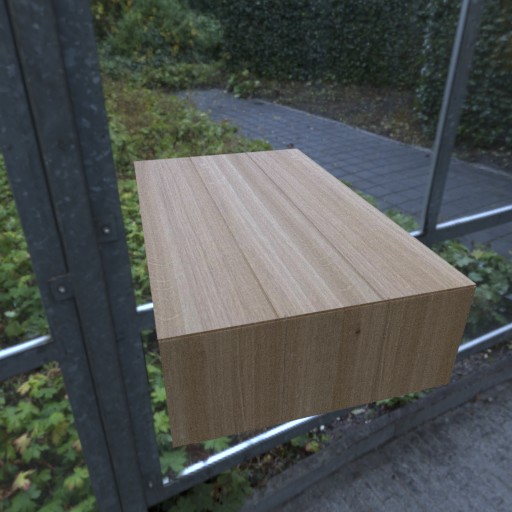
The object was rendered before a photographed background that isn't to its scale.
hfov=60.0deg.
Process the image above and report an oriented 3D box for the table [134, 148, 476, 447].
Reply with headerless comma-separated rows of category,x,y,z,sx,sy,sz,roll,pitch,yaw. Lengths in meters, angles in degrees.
table,0.000,0.000,1.427,0.678,0.353,1.110,-8,30,-14
